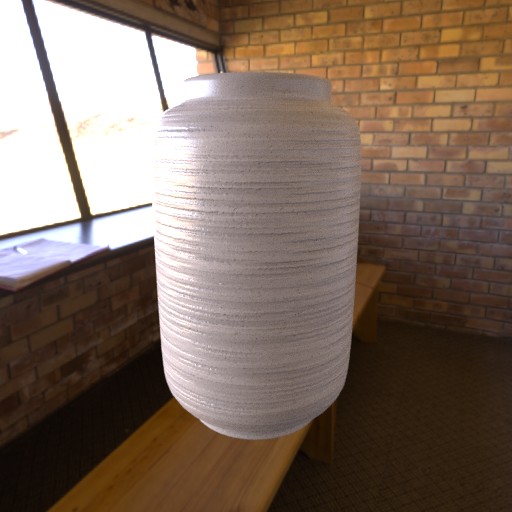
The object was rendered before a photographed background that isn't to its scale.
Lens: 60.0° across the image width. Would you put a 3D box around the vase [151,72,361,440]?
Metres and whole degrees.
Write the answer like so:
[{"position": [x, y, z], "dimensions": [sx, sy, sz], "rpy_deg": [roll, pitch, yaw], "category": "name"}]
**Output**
[{"position": [0.000, 0.000, 0.456], "dimensions": [0.202, 0.335, 0.202], "rpy_deg": [0, 15, 0], "category": "vase"}]
